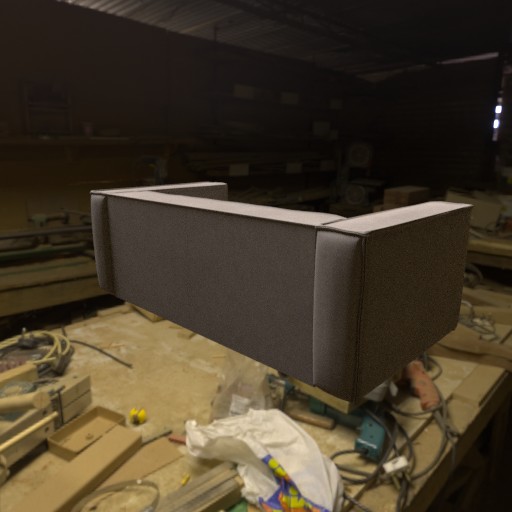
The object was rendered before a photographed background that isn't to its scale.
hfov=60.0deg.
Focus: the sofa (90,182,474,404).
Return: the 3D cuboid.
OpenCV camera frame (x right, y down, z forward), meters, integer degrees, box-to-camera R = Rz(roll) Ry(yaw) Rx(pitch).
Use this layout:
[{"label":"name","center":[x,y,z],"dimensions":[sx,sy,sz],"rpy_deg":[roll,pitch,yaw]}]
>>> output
[{"label":"sofa","center":[0.000,0.000,2.517],"dimensions":[1.995,0.680,1.038],"rpy_deg":[13,19,43]}]
